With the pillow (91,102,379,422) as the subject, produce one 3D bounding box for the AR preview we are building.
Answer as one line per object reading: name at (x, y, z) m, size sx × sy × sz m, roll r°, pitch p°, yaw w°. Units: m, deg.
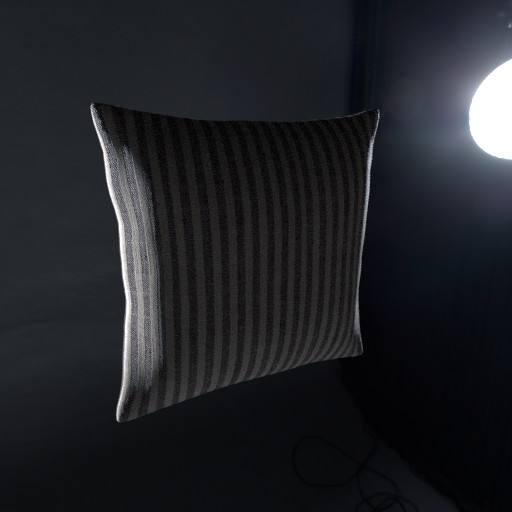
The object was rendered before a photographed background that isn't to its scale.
pillow at (0.000, 0.000, 0.786) m, size 0.523 × 0.506 × 0.166 m, roll -8°, pitch 18°, yaw -26°
